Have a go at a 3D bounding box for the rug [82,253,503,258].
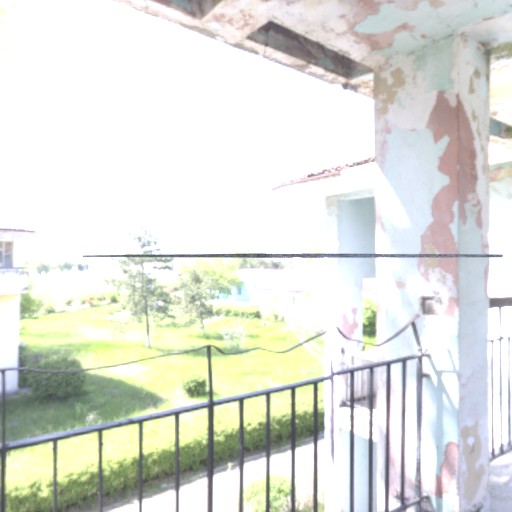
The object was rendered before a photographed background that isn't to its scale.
[{"bbox_3d":[0.000,0.000,2.219,1.208,0.012,1.819,0,0,-36],"label":"rug"}]
